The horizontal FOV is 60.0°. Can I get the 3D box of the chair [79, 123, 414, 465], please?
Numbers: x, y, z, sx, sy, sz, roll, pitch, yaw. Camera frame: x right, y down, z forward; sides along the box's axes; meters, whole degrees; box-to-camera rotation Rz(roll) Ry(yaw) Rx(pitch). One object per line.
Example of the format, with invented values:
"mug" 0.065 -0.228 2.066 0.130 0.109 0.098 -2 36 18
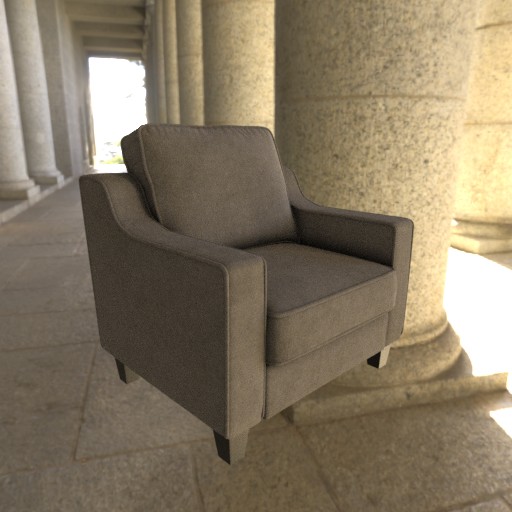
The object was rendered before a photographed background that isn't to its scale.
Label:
"chair" 0.000 0.000 1.637 0.926 0.944 0.840 -14 20 -42
